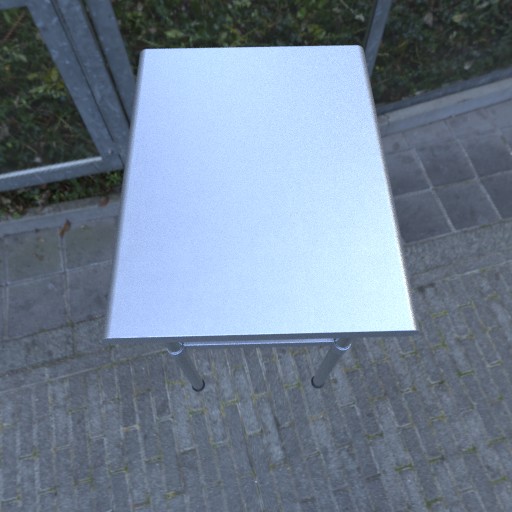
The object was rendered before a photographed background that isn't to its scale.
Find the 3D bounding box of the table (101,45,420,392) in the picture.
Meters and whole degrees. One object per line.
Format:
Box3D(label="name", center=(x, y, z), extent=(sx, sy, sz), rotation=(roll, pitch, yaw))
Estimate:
Box3D(label="table", center=(0.000, 0.000, 1.359), extent=(0.584, 0.876, 0.762), rotation=(-1, 63, -1))
